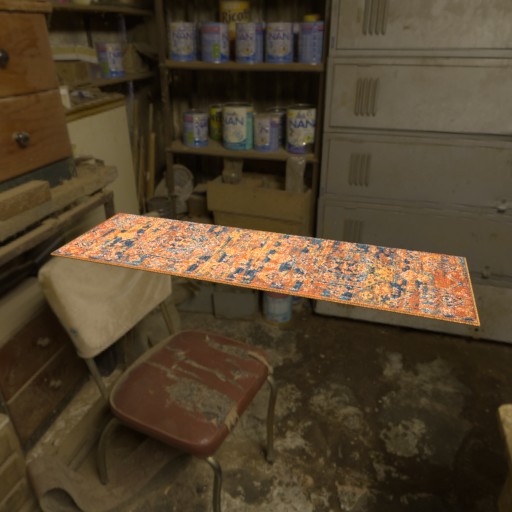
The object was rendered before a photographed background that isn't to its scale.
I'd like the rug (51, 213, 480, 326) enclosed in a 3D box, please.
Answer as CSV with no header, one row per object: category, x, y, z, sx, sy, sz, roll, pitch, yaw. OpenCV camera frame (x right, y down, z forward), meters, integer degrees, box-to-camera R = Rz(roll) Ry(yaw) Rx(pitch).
rug,0.000,0.000,2.026,1.820,0.013,0.556,8,28,16
